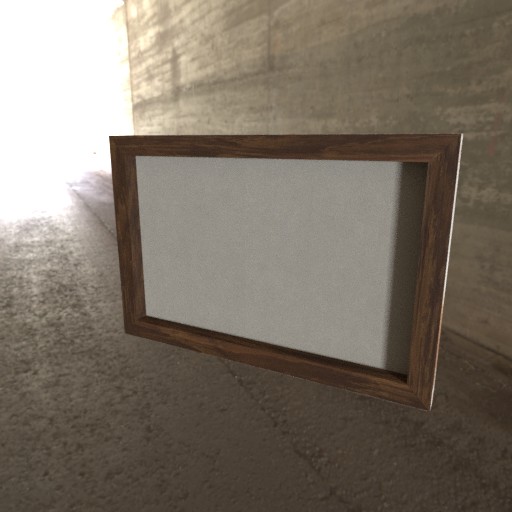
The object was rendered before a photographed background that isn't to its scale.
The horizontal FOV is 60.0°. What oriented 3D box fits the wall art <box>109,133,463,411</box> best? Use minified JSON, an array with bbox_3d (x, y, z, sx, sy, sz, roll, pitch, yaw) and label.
[{"bbox_3d":[0.000,0.000,0.768,0.609,0.405,0.035,7,16,26],"label":"wall art"}]
